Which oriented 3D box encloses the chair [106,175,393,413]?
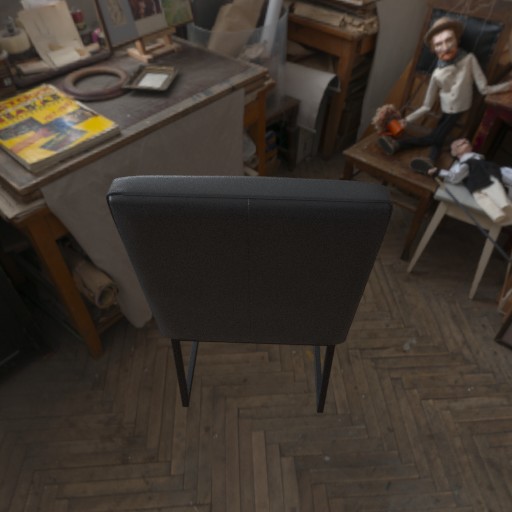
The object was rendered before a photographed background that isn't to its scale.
[{"bbox_3d":[0.000,0.000,1.300,0.520,0.930,0.634,2,46,2],"label":"chair"}]
